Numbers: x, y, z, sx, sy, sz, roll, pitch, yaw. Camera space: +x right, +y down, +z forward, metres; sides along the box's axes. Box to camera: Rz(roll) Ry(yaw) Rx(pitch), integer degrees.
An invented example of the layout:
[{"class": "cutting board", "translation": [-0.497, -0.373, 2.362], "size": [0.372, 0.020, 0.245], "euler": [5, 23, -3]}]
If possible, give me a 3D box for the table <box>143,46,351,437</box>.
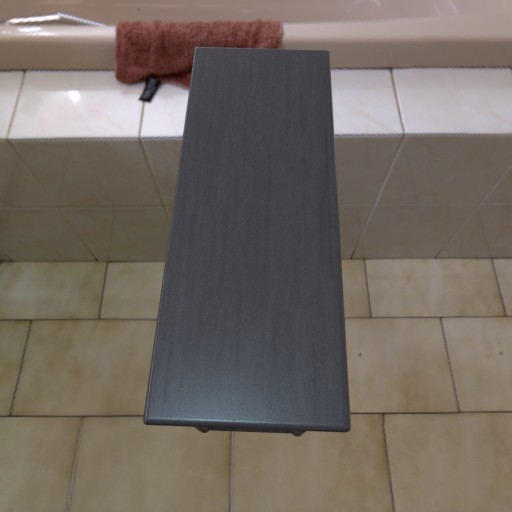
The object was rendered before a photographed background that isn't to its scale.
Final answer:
[{"class": "table", "translation": [0.000, 0.000, 1.546], "size": [0.459, 0.735, 1.184], "euler": [2, 64, 1]}]
